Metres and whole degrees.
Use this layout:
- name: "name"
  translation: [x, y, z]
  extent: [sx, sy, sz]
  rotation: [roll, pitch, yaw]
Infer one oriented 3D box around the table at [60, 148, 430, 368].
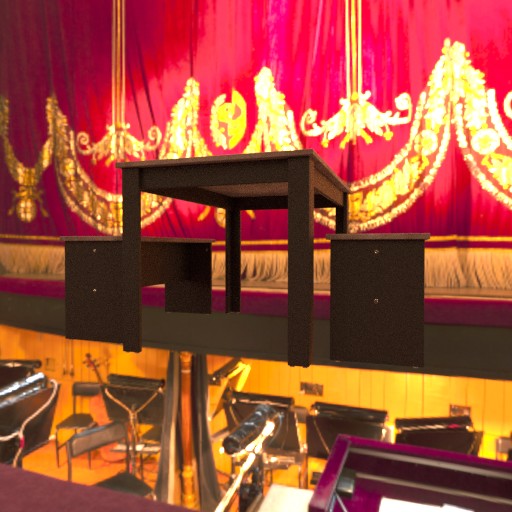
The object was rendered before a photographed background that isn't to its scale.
- name: "table"
  translation: [0.000, 0.000, 2.034]
  extent: [1.443, 0.700, 1.100]
  rotation: [0, 1, 18]
